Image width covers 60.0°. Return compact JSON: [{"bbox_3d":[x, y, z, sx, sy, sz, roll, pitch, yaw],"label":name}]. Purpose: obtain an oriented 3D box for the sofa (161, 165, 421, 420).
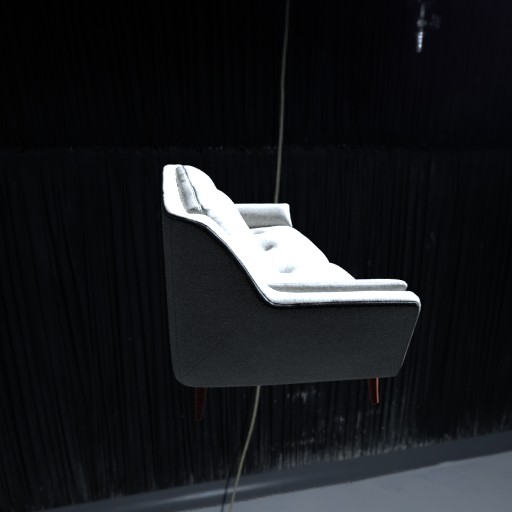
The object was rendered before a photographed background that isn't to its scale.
[{"bbox_3d":[0.000,0.000,2.453,0.976,0.897,1.930,-3,17,-11],"label":"sofa"}]
